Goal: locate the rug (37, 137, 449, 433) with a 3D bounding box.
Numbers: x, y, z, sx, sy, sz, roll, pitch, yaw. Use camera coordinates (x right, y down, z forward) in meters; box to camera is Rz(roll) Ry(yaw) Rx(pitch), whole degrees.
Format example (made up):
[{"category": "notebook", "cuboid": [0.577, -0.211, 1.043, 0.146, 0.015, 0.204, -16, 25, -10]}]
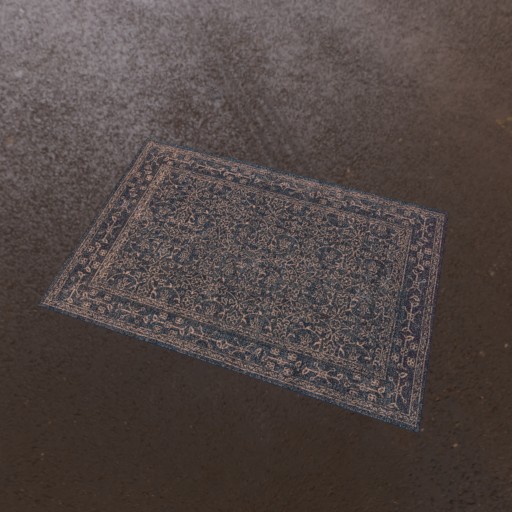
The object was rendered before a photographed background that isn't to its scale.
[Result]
[{"category": "rug", "cuboid": [0.000, 0.000, 2.274, 1.819, 0.005, 1.200, 16, 60, 10]}]
